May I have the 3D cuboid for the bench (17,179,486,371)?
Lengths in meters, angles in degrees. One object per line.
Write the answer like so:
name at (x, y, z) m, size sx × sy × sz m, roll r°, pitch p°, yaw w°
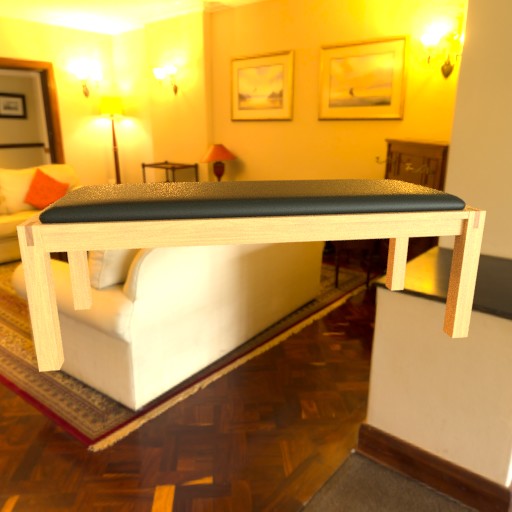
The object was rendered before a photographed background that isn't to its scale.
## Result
bench at (0.000, 0.000, 1.379) m, size 1.202 × 0.430 × 0.450 m, roll -3°, pitch 17°, yaw -9°
